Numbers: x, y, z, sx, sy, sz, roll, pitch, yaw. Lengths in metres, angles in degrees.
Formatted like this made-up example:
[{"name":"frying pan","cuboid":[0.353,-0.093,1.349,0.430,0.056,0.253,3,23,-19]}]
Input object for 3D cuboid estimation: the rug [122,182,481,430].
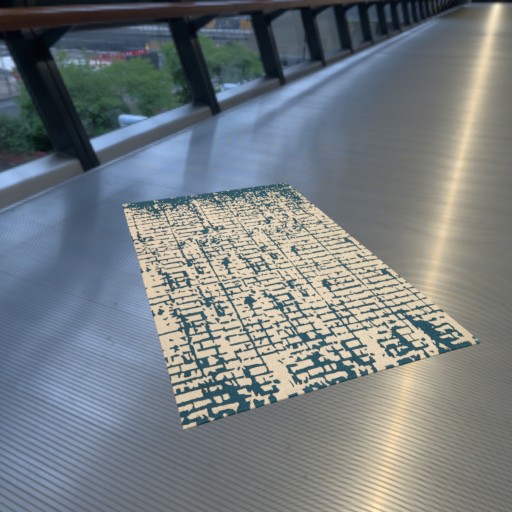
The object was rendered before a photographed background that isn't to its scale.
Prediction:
[{"name":"rug","cuboid":[0.000,0.000,2.994,1.517,0.011,2.435,-10,31,-17]}]
